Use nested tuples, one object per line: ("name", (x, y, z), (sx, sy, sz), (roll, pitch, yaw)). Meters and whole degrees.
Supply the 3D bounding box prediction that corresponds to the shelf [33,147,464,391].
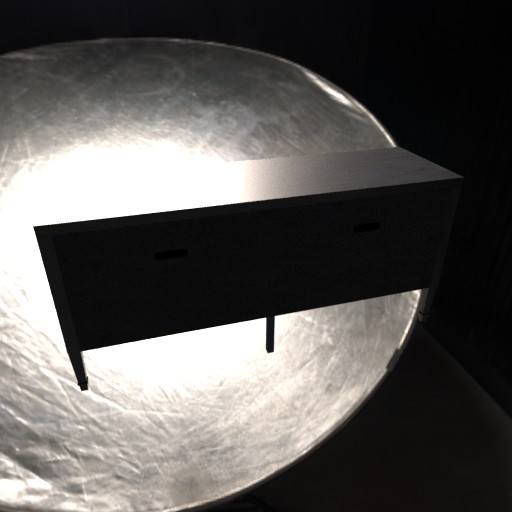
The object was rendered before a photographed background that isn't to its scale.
("shelf", (0.000, 0.000, 1.934), (1.575, 0.719, 0.479), (-8, 30, -14))
